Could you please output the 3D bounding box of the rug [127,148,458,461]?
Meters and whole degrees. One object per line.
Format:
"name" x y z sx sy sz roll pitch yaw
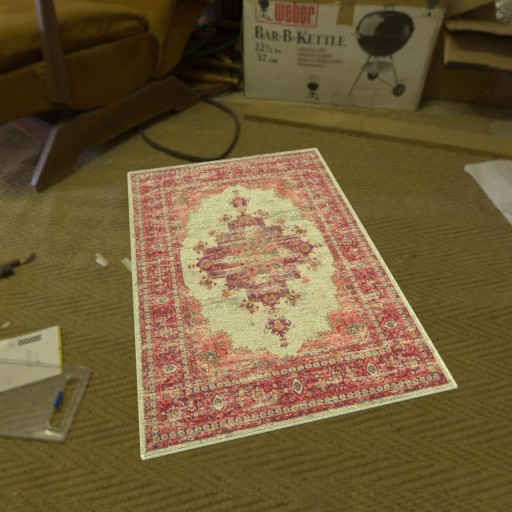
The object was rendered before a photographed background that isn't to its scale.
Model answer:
"rug" 0.000 0.000 2.222 1.217 0.011 1.747 -9 47 -9
